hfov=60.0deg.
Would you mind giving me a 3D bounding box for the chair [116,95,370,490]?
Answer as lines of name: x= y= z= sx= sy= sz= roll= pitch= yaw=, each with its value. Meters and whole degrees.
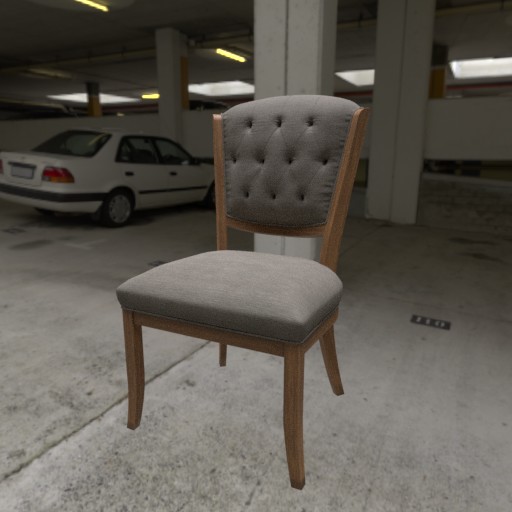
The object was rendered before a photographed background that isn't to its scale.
chair: x=0.000 y=0.000 z=1.243 sx=0.513 sy=0.905 sz=0.584 roll=7 pitch=15 yaw=26
